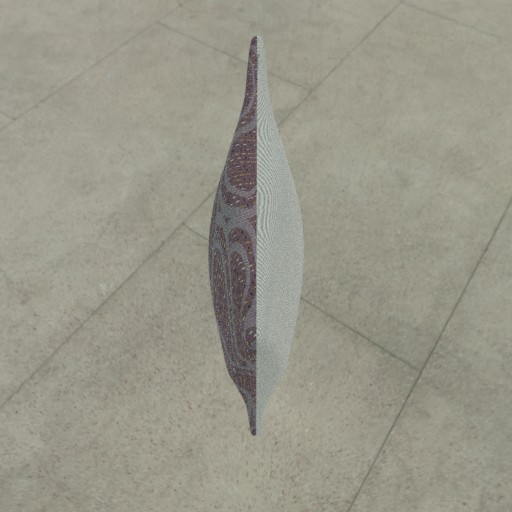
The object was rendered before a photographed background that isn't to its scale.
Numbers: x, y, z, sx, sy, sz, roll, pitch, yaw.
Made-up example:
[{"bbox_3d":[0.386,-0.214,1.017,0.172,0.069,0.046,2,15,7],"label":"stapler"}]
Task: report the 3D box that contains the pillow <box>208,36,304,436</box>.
[{"bbox_3d":[0.000,0.000,0.782,0.163,0.513,0.514,0,58,0],"label":"pillow"}]
